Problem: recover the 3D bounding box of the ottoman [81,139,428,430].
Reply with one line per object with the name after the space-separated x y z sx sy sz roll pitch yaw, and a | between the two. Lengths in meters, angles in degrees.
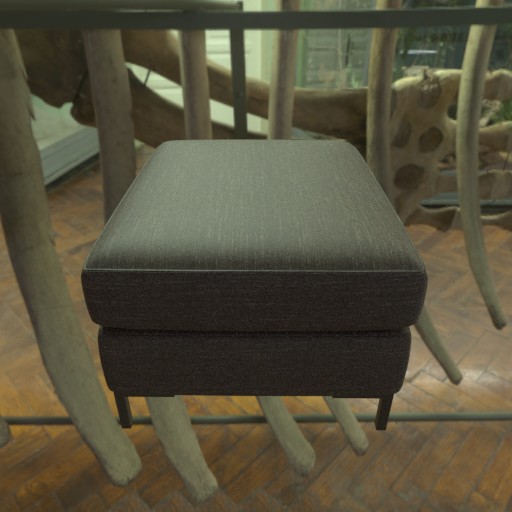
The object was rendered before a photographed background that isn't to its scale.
0.000 0.000 1.240 0.671 0.490 0.820 0 31 0 | ottoman
